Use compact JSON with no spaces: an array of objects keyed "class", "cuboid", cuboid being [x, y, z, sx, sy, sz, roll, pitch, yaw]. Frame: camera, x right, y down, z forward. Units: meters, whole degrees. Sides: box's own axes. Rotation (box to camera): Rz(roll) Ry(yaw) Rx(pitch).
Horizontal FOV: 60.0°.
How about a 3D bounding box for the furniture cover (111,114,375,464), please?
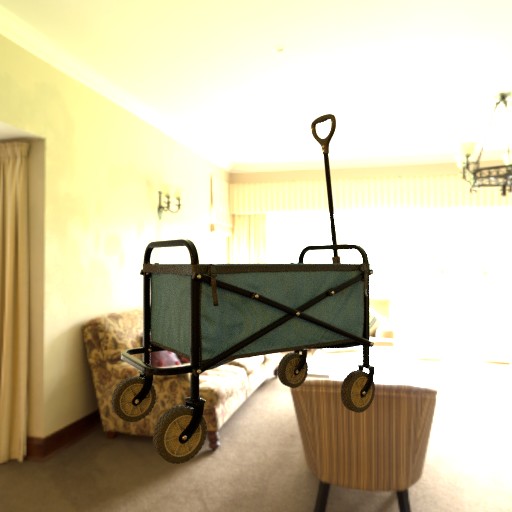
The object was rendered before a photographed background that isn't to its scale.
[{"class":"furniture cover","cuboid":[0.000,0.000,1.821,1.038,1.295,0.532,0,-1,-35]}]
